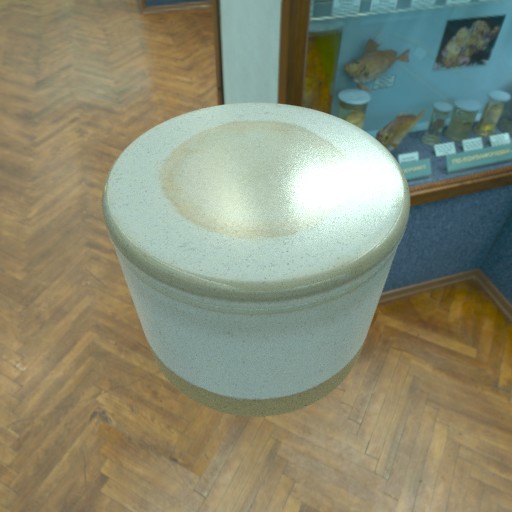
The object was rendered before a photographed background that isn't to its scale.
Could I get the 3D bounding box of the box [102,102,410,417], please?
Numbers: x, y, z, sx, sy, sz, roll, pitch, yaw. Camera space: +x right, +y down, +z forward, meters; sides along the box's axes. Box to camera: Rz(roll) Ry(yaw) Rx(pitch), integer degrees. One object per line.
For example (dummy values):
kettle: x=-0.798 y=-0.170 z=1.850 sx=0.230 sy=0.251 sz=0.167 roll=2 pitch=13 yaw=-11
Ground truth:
box: x=0.000 y=0.000 z=0.267 sx=0.154 sy=0.123 sz=0.154 roll=0 pitch=46 yaw=0
